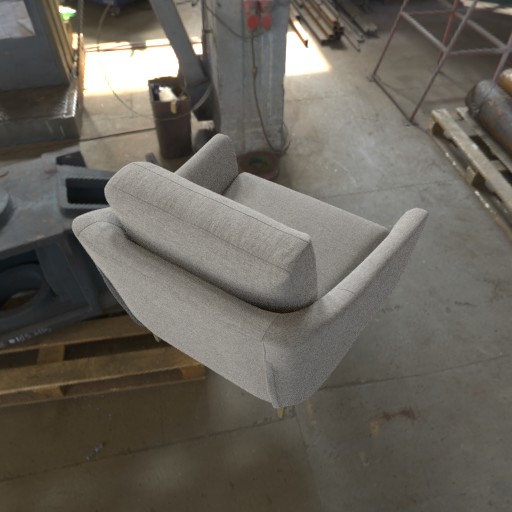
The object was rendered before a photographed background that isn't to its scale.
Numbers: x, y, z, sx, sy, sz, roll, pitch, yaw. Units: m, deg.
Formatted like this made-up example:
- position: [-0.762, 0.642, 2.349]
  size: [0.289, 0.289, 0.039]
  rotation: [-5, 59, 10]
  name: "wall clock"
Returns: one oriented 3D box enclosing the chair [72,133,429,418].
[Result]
- position: [0.000, 0.000, 1.688]
  size: [0.986, 0.902, 0.961]
  rotation: [25, 52, 22]
  name: "chair"
